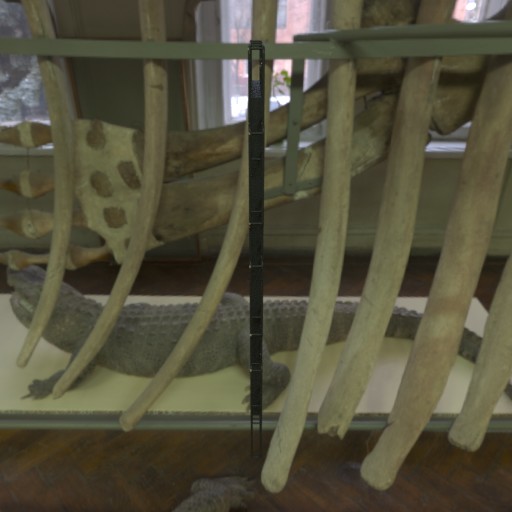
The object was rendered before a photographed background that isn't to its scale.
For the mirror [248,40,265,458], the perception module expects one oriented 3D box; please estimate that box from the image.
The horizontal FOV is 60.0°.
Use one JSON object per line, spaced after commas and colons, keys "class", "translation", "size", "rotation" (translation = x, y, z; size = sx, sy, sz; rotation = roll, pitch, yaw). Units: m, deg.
{"class": "mirror", "translation": [0.000, 0.000, 1.373], "size": [0.037, 1.192, 0.565], "rotation": [0, 27, 0]}
